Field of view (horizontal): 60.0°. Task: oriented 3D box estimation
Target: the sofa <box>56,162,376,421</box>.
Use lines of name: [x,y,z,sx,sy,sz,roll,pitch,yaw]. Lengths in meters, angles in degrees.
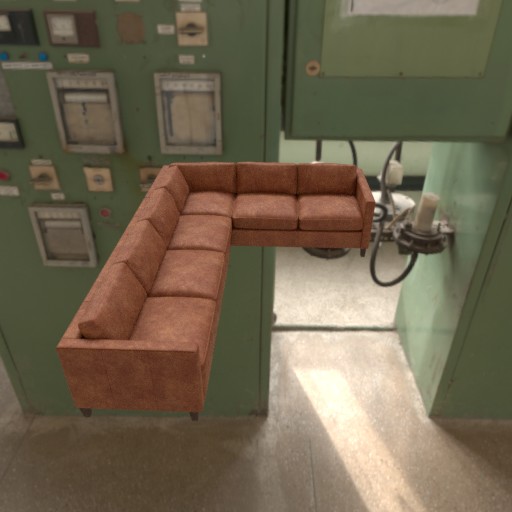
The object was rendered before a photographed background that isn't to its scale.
sofa: [0.000,0.000,4.220,2.438,0.838,3.167,1,33,2]
